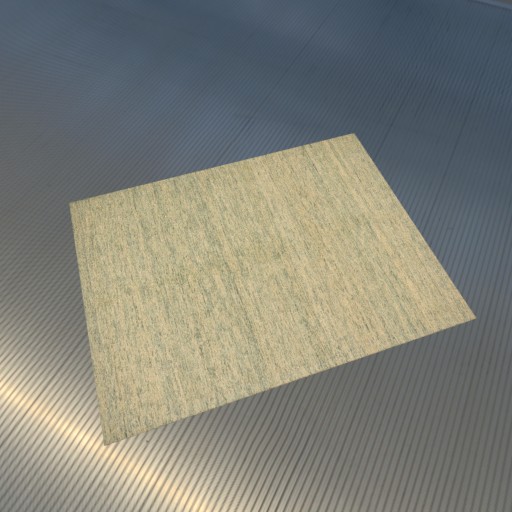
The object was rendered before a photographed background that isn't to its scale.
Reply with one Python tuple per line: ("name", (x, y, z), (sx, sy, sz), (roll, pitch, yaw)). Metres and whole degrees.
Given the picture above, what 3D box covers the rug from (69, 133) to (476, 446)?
("rug", (0.000, 0.000, 4.178), (3.201, 0.014, 2.437), (-16, 59, -10))
